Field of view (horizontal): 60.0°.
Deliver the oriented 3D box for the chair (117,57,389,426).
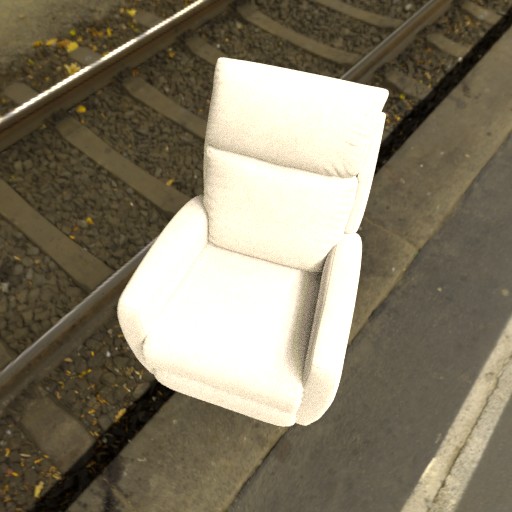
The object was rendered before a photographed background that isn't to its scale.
[{"bbox_3d":[0.000,0.000,1.660,0.812,1.015,0.941,16,59,10],"label":"chair"}]
